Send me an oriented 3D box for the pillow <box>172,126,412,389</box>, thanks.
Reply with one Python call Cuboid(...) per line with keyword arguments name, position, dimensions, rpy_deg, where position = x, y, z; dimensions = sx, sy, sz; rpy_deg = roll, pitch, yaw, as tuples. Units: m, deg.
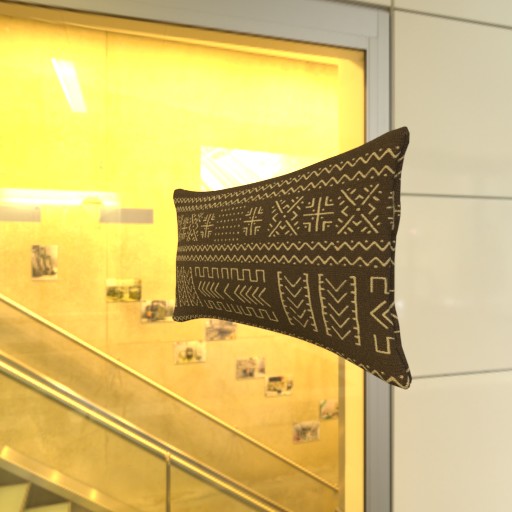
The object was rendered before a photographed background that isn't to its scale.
Cuboid(name="pillow", position=(0.000, 0.000, 0.810), dimensions=(0.135, 0.322, 0.667), rpy_deg=(0, 0, -35))
